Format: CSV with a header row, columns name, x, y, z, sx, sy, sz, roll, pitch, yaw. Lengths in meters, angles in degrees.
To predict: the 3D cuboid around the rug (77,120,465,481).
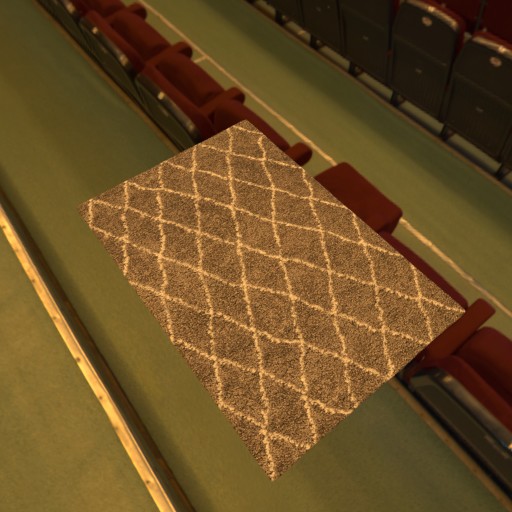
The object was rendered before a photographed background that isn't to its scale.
name,x,y,z,sx,sy,sz,roll,pitch,yaw
rug,0.000,0.000,2.345,1.219,0.030,1.778,-33,63,-20
